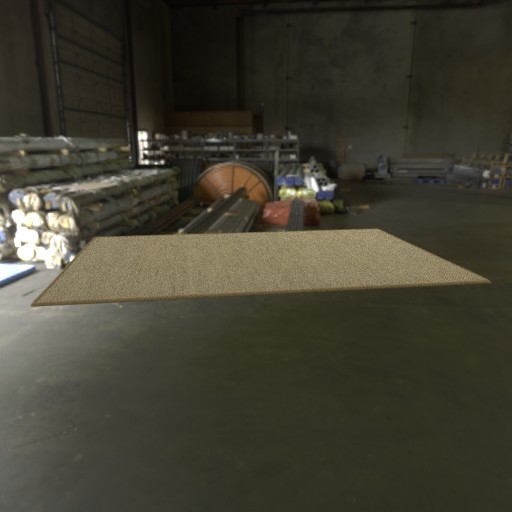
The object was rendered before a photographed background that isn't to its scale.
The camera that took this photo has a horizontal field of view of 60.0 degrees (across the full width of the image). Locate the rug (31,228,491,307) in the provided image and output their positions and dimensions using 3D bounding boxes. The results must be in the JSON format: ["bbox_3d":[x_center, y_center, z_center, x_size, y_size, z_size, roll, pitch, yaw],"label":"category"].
[{"bbox_3d":[0.000,0.000,2.080,1.667,0.013,1.062,-2,15,-8],"label":"rug"}]
